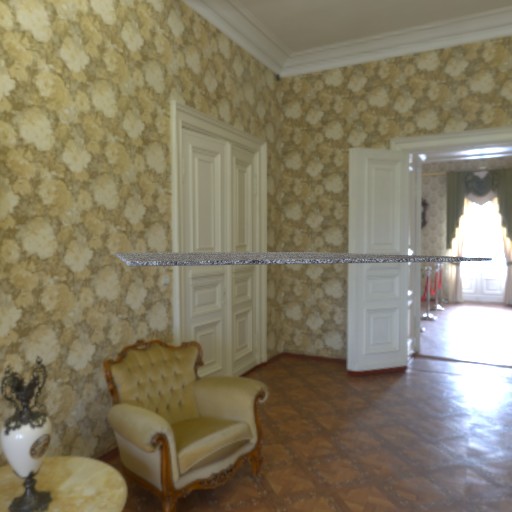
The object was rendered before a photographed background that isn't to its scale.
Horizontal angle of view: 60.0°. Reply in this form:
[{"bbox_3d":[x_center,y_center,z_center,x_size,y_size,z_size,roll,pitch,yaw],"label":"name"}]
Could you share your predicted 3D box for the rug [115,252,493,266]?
[{"bbox_3d":[0.000,0.000,4.052,2.401,0.025,3.000,0,1,-19],"label":"rug"}]
